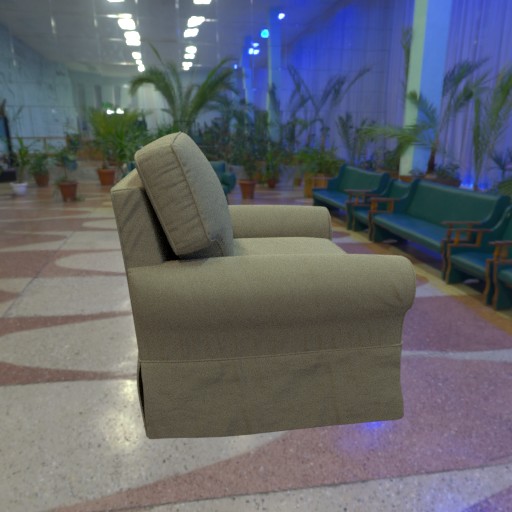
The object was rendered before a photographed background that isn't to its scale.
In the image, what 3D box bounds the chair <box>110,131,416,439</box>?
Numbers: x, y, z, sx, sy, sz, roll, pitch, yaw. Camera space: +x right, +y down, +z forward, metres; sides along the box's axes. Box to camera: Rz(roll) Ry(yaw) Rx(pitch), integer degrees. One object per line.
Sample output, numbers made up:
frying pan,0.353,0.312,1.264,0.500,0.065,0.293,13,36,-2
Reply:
chair,0.000,0.000,1.885,0.988,1.017,1.135,-2,17,-8
